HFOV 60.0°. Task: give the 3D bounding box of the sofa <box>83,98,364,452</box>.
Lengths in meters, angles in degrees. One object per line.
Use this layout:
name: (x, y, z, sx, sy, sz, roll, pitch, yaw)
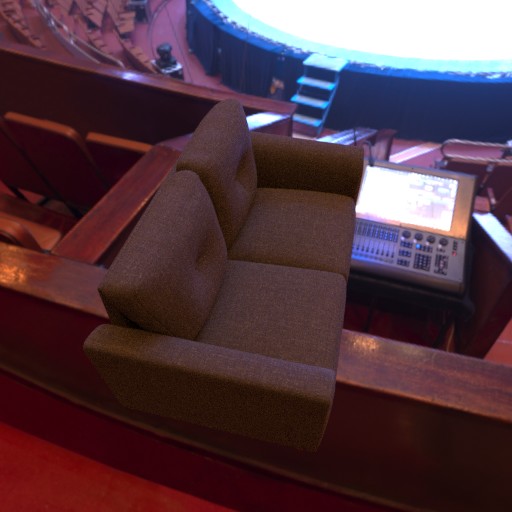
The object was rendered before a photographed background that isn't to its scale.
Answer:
sofa: (0.000, 0.000, 1.996, 0.851, 0.885, 1.423, 10, 47, 9)
